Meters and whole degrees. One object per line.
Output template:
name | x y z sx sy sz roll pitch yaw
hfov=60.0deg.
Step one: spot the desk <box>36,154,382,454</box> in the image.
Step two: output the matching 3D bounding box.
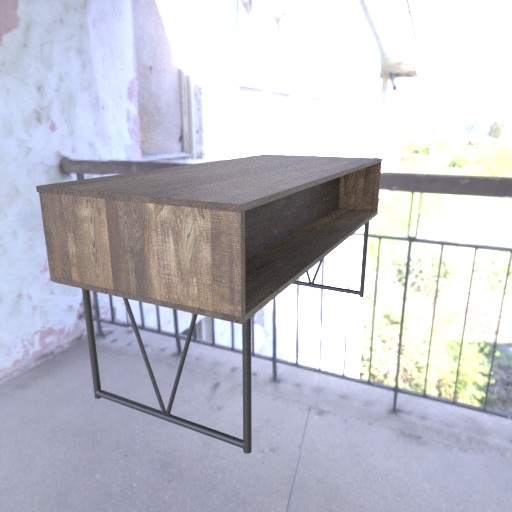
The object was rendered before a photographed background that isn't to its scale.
desk | 0.000 0.000 1.995 0.730 0.780 1.600 8 19 26
